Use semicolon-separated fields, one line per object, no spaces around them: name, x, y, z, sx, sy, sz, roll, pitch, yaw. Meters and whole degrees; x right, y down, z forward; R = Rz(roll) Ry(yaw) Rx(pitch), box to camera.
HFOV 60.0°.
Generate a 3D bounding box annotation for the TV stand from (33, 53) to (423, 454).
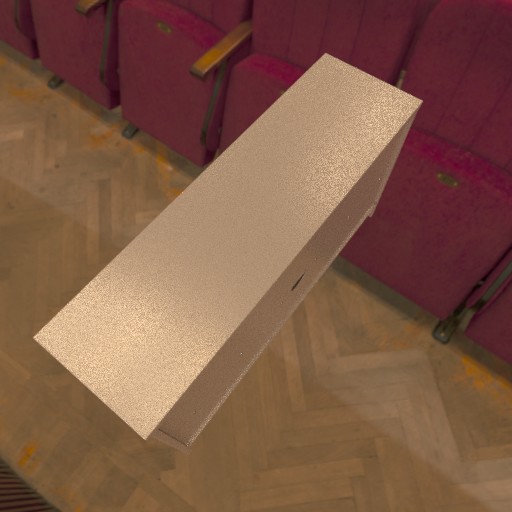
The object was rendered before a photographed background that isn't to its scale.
TV stand;0.000;0.000;1.407;0.344;0.603;1.167;34;68;16
